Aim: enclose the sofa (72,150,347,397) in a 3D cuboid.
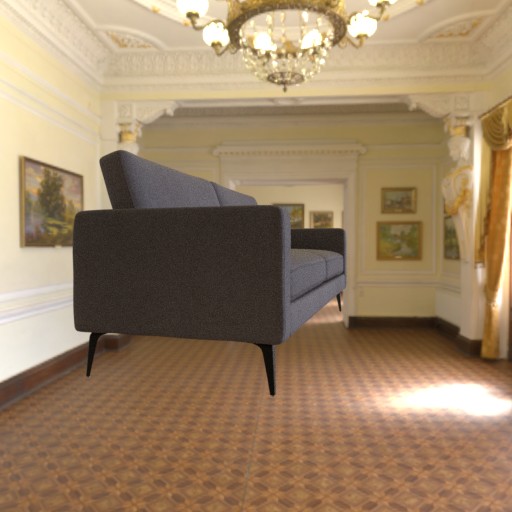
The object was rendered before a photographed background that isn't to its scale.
[{"bbox_3d":[0.000,0.000,2.357,0.774,0.828,1.925,0,1,17],"label":"sofa"}]
